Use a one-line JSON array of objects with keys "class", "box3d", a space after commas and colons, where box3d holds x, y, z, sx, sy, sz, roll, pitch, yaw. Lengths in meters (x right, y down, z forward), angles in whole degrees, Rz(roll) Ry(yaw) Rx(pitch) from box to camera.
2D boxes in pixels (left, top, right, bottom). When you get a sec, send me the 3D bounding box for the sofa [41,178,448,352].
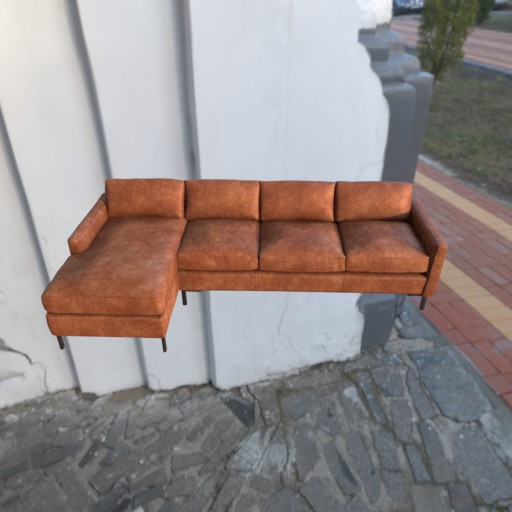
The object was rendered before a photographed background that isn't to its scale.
[{"class": "sofa", "box3d": [0.000, 0.000, 3.672, 2.993, 0.859, 1.471, 1, 32, 2]}]
